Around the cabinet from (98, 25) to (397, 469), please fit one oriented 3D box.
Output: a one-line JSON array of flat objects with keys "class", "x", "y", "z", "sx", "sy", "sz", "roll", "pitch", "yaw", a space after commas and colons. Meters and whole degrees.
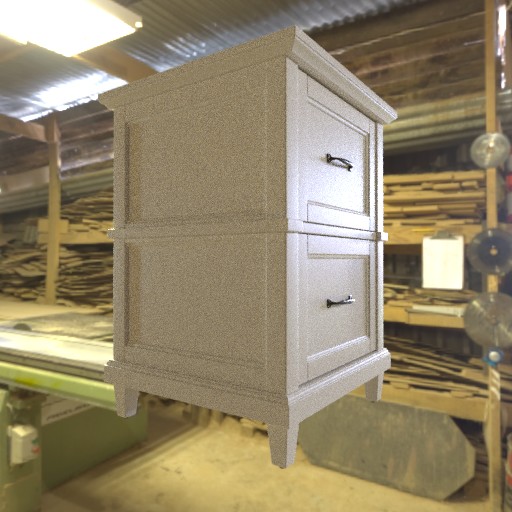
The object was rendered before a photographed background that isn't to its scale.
[{"class": "cabinet", "x": 0.000, "y": 0.000, "z": 1.123, "sx": 0.547, "sy": 0.775, "sz": 0.544, "roll": 0, "pitch": -1, "yaw": 35}]
